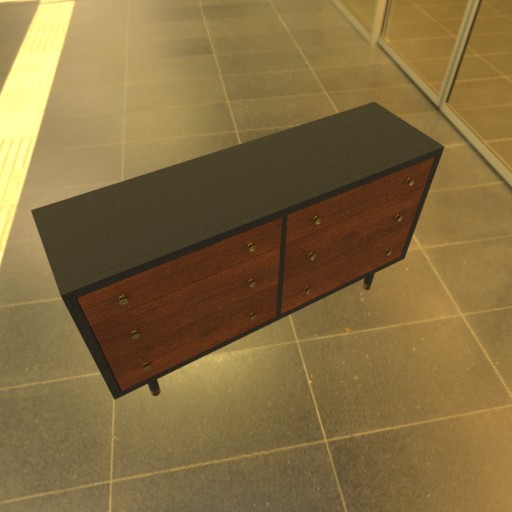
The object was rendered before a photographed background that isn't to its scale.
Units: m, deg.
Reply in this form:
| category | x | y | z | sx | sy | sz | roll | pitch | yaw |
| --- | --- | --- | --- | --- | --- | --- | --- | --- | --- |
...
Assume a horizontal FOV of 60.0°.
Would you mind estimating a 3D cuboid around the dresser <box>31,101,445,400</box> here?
| category | x | y | z | sx | sy | sz | roll | pitch | yaw |
| --- | --- | --- | --- | --- | --- | --- | --- | --- | --- |
| dresser | 0.000 | 0.000 | 2.002 | 1.558 | 0.872 | 0.463 | -23 | 51 | -20 |
